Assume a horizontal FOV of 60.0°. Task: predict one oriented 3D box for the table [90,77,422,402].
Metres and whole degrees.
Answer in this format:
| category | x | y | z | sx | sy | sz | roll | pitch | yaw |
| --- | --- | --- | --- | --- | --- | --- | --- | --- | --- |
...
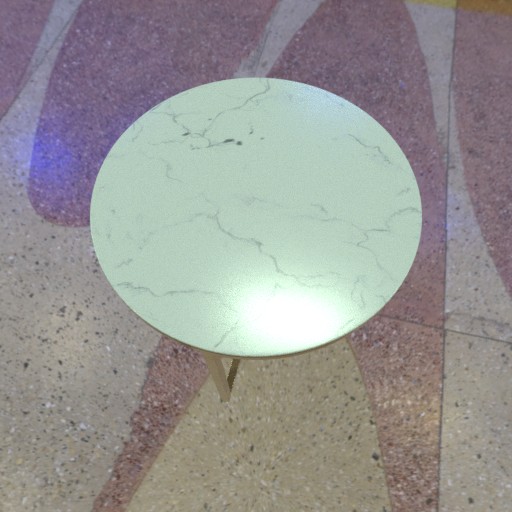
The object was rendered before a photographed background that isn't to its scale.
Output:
| category | x | y | z | sx | sy | sz | roll | pitch | yaw |
| --- | --- | --- | --- | --- | --- | --- | --- | --- | --- |
| table | 0.000 | 0.000 | 0.862 | 0.500 | 0.420 | 0.500 | 0 | 63 | 0 |
